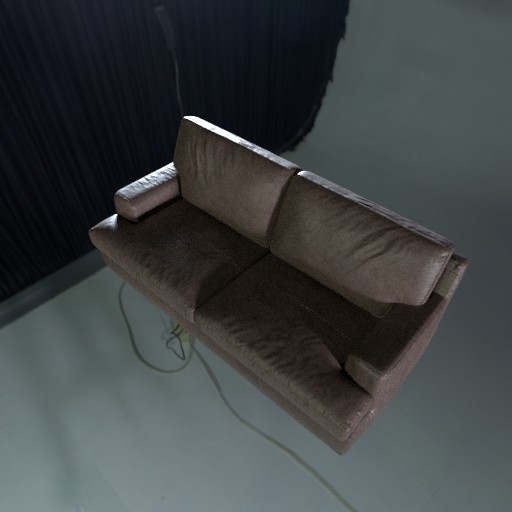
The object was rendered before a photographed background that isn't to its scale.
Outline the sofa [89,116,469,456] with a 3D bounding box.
[{"bbox_3d":[0.000,0.000,2.868,2.261,0.941,1.143,32,54,27],"label":"sofa"}]
